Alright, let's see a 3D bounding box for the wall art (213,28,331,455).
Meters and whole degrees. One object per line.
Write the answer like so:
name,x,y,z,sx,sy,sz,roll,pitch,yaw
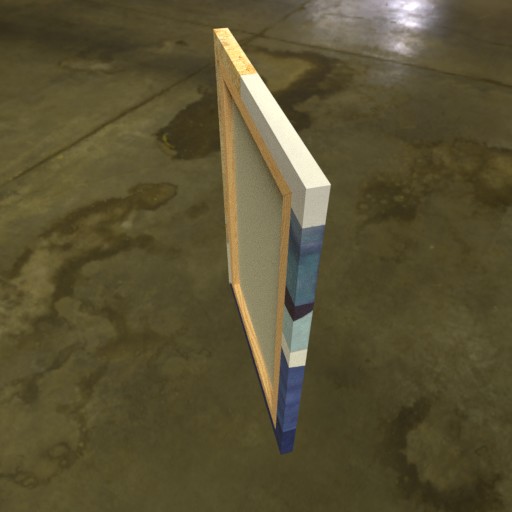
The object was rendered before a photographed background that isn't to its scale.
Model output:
wall art,0.000,0.000,0.785,0.026,0.613,0.458,-11,45,-11
